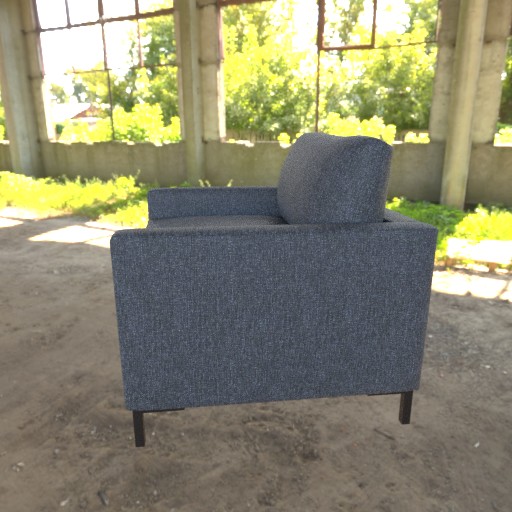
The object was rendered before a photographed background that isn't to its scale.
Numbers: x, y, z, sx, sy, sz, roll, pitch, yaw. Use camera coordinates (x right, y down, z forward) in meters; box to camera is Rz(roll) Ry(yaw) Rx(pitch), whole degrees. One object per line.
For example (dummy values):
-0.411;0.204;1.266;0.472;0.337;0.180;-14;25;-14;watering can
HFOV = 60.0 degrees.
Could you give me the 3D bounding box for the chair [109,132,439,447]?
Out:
0.000;0.000;1.606;0.866;0.861;0.963;-2;16;-7;chair
